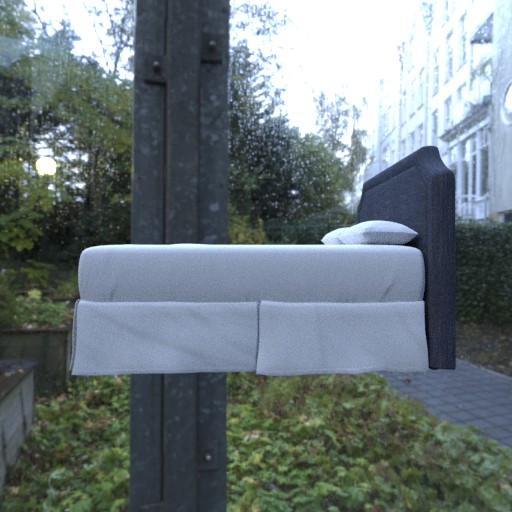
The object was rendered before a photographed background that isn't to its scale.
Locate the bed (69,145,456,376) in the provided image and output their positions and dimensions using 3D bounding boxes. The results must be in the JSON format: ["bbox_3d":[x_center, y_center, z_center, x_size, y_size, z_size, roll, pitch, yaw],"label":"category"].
[{"bbox_3d":[0.000,0.000,3.179,2.116,1.290,1.693,0,0,-1],"label":"bed"}]
